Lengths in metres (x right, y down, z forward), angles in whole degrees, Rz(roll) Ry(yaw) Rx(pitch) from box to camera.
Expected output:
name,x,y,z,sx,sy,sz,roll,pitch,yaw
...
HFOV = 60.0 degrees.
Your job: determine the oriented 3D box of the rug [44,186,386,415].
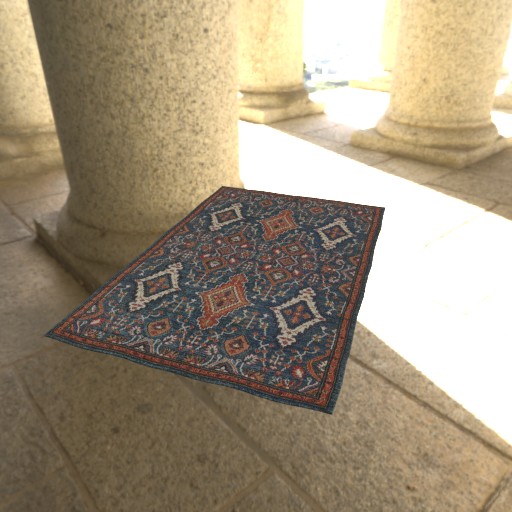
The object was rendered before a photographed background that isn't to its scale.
name,x,y,z,sx,sy,sz,roll,pitch,yaw
rug,0.000,0.000,4.341,2.190,0.008,3.371,10,31,17
